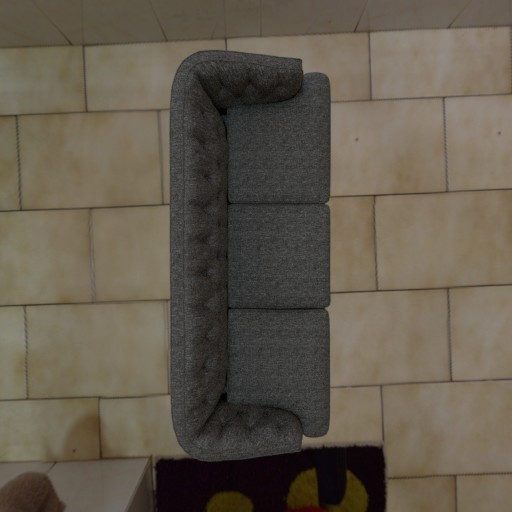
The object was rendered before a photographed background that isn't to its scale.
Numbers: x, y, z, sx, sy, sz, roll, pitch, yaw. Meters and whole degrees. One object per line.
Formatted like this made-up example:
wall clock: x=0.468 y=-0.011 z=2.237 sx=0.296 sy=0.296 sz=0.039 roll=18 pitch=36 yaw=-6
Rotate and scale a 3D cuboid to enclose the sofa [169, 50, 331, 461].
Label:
sofa: x=0.000 y=0.000 z=2.790 sx=0.941 sy=0.855 sz=2.278 roll=0 pitch=91 yaw=0
